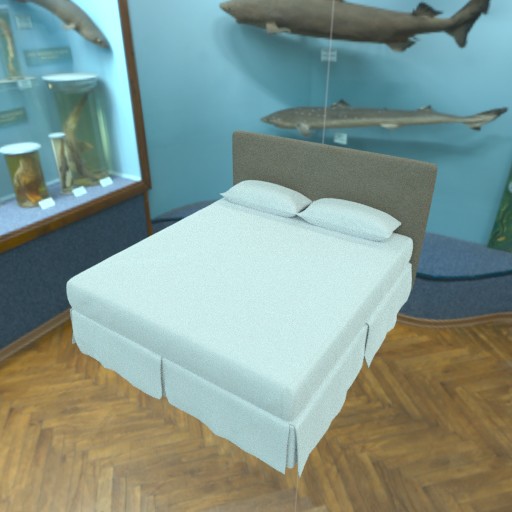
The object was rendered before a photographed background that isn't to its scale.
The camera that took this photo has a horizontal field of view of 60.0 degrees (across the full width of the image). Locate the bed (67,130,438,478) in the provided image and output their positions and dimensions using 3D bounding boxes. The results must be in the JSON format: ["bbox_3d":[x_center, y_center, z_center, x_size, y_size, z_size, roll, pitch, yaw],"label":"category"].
[{"bbox_3d":[0.000,0.000,3.603,2.119,1.317,2.341,18,34,29],"label":"bed"}]
